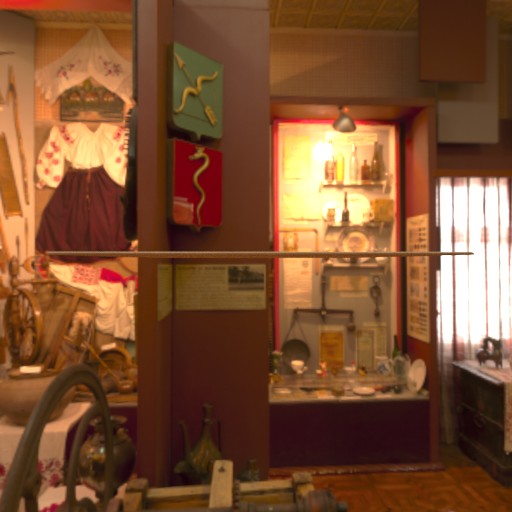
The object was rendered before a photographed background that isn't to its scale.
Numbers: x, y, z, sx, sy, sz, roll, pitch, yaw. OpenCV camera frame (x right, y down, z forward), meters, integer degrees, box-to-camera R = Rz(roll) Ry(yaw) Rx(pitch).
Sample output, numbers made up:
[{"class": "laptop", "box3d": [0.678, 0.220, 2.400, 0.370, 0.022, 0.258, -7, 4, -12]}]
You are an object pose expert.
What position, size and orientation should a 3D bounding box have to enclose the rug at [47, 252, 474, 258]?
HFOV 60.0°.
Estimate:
[{"class": "rug", "box3d": [0.000, 0.000, 3.980, 2.430, 0.018, 2.976, 0, -1, -2]}]
